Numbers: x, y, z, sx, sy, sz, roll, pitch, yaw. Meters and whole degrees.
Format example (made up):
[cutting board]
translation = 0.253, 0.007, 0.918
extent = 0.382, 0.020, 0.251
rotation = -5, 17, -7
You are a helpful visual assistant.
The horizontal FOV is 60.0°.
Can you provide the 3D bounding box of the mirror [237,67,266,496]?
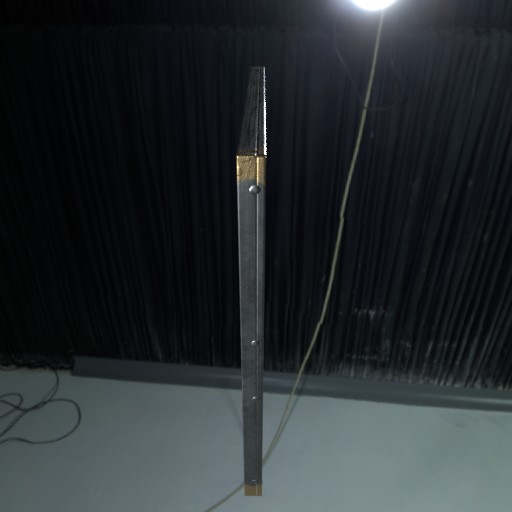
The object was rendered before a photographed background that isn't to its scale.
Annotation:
[mirror]
translation = 0.000, 0.000, 0.547
extent = 0.020, 0.381, 0.382
rotation = 0, 31, 1
